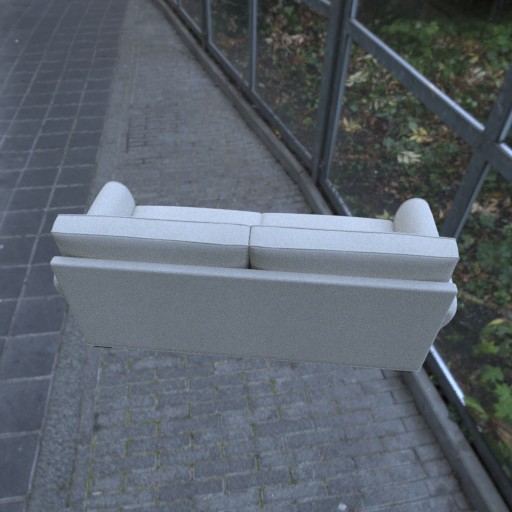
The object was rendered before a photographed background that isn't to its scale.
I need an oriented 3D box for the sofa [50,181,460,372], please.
[{"bbox_3d":[0.000,0.000,2.660,2.146,0.962,0.901,4,45,4],"label":"sofa"}]
